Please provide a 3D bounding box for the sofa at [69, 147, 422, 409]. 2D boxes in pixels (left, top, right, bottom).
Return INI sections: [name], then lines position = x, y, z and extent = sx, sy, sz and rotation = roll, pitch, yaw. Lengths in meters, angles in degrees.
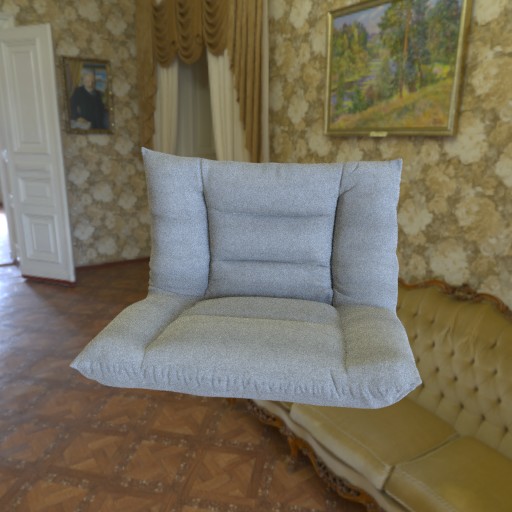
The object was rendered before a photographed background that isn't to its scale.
[sofa]
position = 0.000, 0.000, 1.678
extent = 1.144, 0.795, 0.847
rotation = 2, 14, 9
